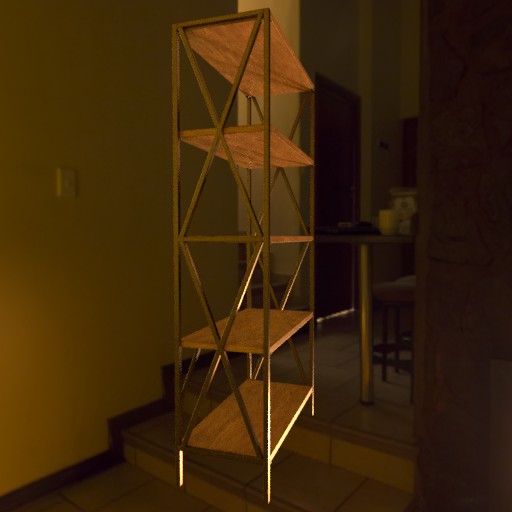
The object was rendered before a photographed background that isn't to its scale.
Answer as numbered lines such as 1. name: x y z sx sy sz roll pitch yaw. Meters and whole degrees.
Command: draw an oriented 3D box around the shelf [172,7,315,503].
1. shelf: 0.000 0.000 2.085 0.386 1.803 0.874 1 3 18
